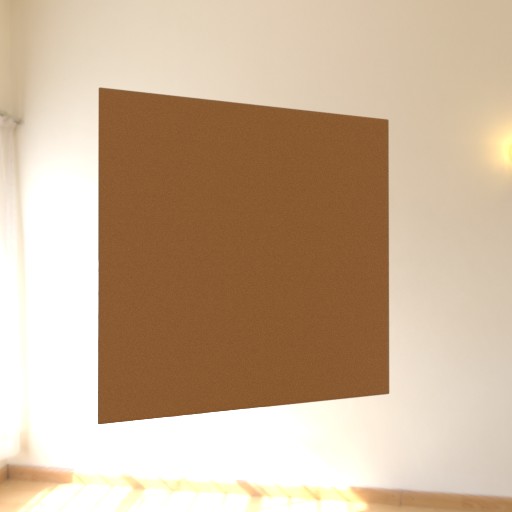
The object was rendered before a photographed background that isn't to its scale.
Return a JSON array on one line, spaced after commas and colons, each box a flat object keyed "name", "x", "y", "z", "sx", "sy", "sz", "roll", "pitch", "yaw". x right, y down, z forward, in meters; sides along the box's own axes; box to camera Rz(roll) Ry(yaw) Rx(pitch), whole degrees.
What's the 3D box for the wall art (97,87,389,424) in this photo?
[{"name": "wall art", "x": 0.000, "y": 0.000, "z": 1.920, "sx": 1.287, "sy": 1.288, "sz": 0.078, "roll": 0, "pitch": -1, "yaw": -18}]
